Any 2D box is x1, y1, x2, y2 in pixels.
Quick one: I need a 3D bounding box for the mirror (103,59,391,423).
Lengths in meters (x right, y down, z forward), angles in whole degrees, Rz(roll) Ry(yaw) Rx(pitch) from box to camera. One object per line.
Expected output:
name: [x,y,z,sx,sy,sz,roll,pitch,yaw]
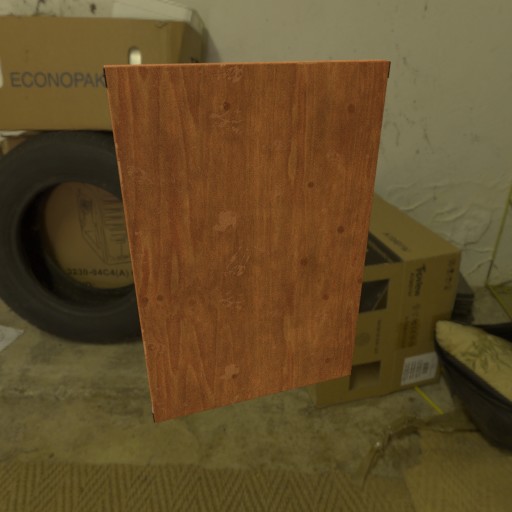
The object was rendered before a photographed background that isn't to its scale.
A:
mirror: [0.000,0.000,0.949,0.517,0.761,0.053,-9,28,-16]
